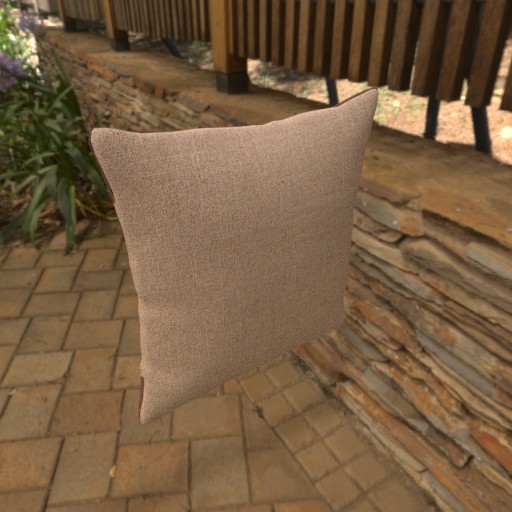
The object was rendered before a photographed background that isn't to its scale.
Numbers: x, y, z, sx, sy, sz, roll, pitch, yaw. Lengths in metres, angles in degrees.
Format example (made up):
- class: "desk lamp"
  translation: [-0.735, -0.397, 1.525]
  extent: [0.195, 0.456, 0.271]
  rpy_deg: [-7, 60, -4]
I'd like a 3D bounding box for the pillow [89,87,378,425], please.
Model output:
- class: "pillow"
  translation: [0.000, 0.000, 0.673]
  extent: [0.437, 0.448, 0.147]
  rpy_deg: [-20, 36, -30]
